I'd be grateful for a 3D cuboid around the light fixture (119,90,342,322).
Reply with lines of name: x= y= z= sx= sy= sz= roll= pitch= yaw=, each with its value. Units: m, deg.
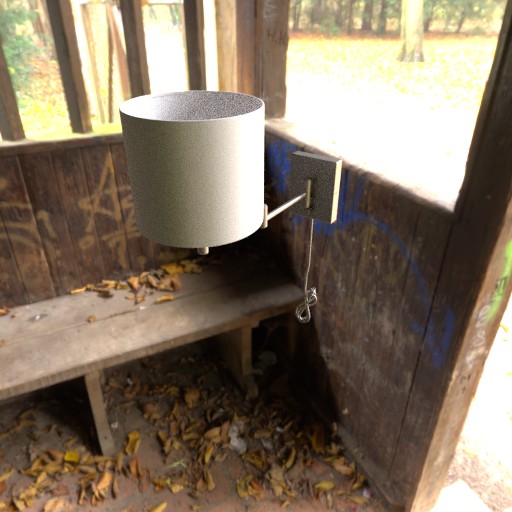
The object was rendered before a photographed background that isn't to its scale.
light fixture: x=0.000 y=0.000 z=0.904 sx=0.203 sy=0.651 sz=0.516 roll=19 pitch=36 yaw=30
